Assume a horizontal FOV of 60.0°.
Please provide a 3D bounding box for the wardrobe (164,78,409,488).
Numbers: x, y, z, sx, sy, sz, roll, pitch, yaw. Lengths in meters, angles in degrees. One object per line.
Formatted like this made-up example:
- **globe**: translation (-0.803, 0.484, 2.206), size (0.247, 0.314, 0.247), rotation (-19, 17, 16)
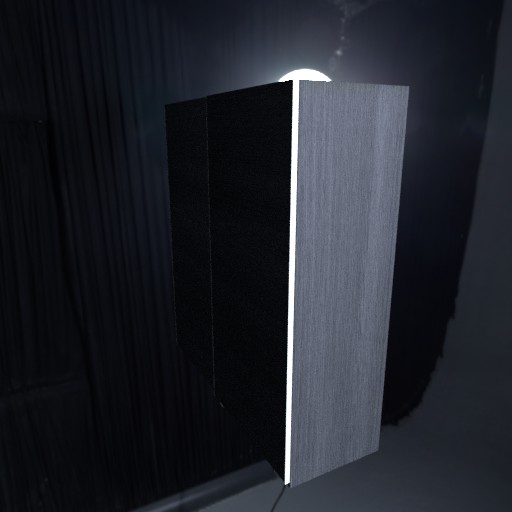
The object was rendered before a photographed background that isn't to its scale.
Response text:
- **wardrobe**: translation (0.000, 0.000, 2.890), size (0.629, 1.960, 1.780), rotation (-8, 17, -27)
